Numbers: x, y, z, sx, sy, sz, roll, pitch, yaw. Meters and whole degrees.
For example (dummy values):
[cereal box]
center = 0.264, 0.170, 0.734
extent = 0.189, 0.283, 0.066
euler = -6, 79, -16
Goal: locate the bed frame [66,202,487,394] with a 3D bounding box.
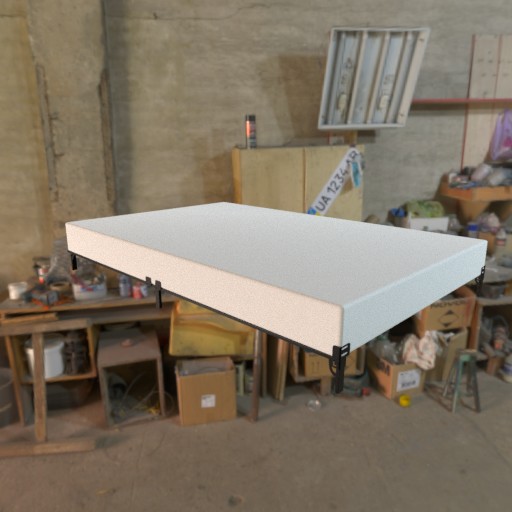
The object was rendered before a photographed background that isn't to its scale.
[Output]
[bed frame]
center = 0.000, 0.000, 3.712
extent = 2.987, 0.440, 1.930
euler = 14, 20, 43
